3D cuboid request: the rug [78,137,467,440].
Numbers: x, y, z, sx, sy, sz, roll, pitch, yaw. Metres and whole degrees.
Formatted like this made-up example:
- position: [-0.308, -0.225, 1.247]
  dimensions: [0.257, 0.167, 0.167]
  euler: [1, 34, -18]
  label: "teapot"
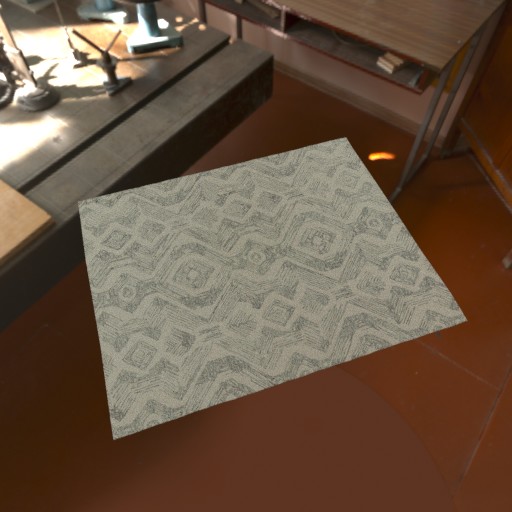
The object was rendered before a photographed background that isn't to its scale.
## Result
- position: [0.000, 0.000, 4.187]
  dimensions: [3.054, 0.030, 2.430]
  euler: [-16, 58, -10]
  label: "rug"
